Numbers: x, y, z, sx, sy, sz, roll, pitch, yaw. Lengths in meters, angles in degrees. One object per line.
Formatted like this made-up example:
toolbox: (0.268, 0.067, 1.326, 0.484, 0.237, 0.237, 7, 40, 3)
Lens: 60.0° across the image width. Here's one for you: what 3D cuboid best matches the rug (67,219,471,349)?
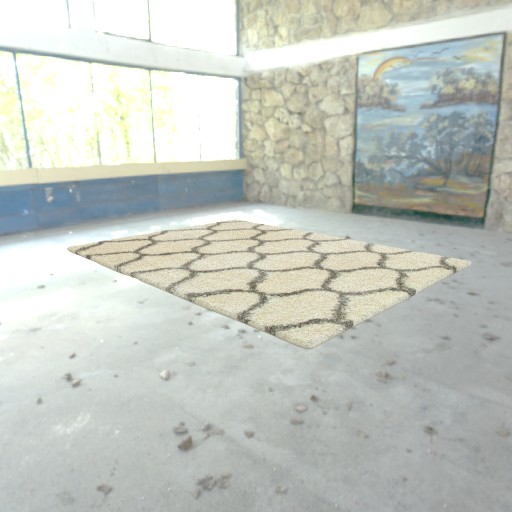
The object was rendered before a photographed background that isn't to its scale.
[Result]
rug: (0.000, 0.000, 2.166, 1.600, 0.025, 1.200, 14, 20, 43)
